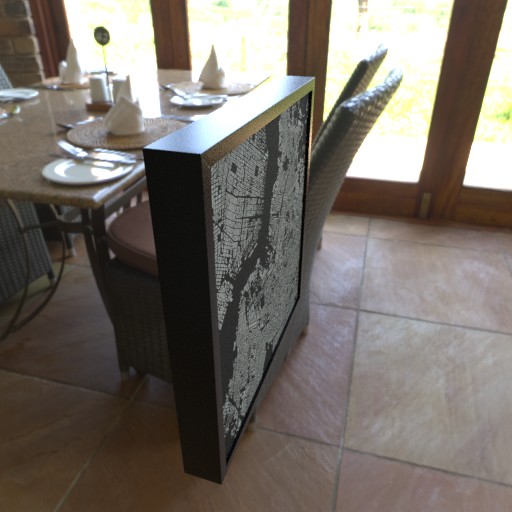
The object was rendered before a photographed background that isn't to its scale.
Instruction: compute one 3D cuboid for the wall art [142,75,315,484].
[{"bbox_3d":[0.000,0.000,0.446,0.037,0.299,0.299,10,31,16],"label":"wall art"}]
